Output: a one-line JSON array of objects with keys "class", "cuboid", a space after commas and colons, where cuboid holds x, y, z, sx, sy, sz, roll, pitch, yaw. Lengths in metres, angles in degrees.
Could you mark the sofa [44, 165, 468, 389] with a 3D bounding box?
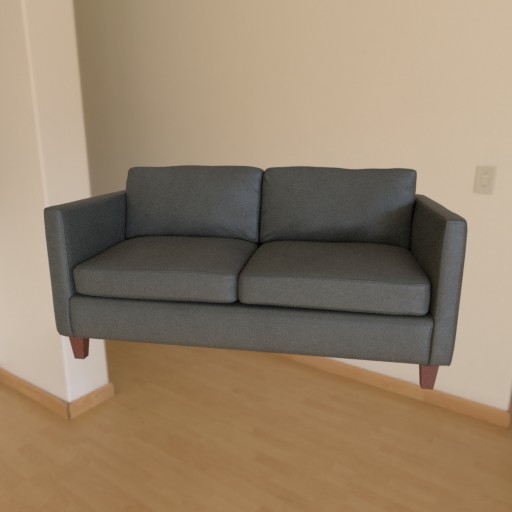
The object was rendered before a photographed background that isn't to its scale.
[{"class": "sofa", "cuboid": [0.000, 0.000, 2.392, 1.883, 0.933, 0.951, 2, 14, 10]}]
